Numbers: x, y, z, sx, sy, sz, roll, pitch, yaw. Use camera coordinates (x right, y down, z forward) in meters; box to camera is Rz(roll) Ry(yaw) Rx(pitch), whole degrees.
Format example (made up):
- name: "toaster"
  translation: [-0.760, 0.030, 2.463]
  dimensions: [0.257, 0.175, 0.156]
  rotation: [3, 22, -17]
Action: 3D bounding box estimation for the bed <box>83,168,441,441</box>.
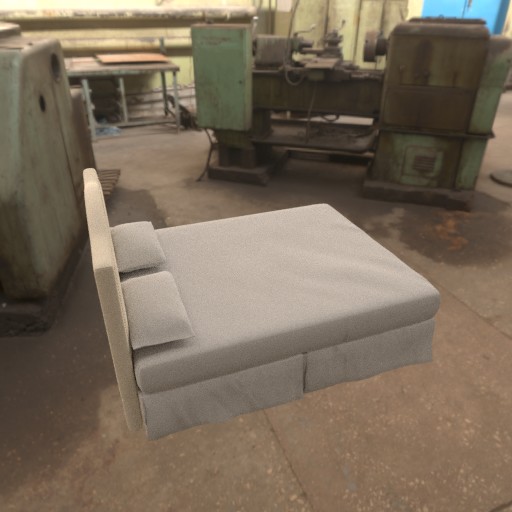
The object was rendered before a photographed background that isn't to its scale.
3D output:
- name: "bed"
  translation: [0.000, 0.000, 3.727]
  dimensions: [2.477, 1.437, 1.977]
  rotation: [-11, 32, -18]
